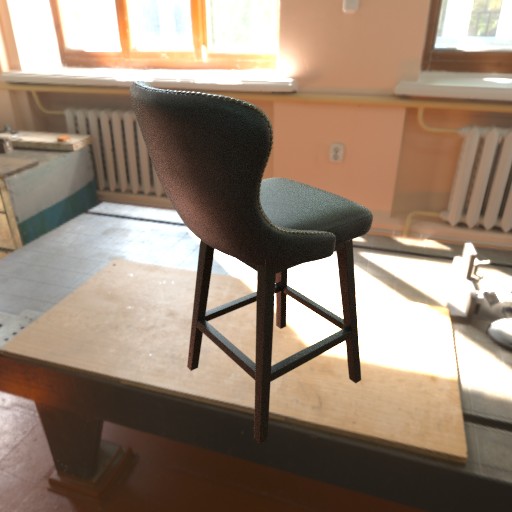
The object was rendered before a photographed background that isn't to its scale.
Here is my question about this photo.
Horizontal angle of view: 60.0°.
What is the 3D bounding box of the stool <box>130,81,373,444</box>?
[{"bbox_3d":[0.000,0.000,1.308,0.593,0.971,0.528,-19,32,-33],"label":"stool"}]
